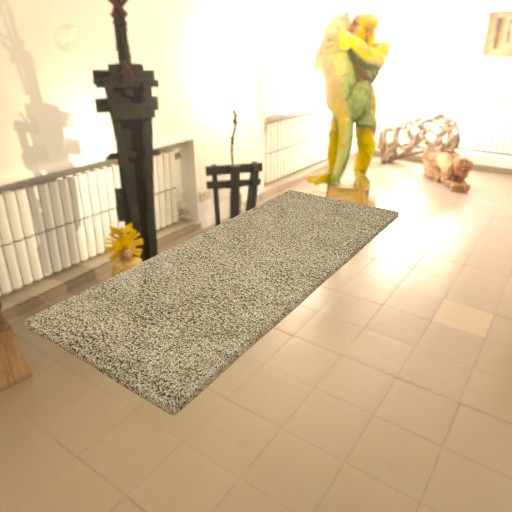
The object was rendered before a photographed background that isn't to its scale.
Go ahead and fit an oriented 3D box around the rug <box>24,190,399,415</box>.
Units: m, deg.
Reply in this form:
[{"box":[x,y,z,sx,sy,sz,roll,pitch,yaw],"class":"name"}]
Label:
[{"box":[0.000,0.000,1.705,0.609,0.030,1.524,17,31,31],"class":"rug"}]
